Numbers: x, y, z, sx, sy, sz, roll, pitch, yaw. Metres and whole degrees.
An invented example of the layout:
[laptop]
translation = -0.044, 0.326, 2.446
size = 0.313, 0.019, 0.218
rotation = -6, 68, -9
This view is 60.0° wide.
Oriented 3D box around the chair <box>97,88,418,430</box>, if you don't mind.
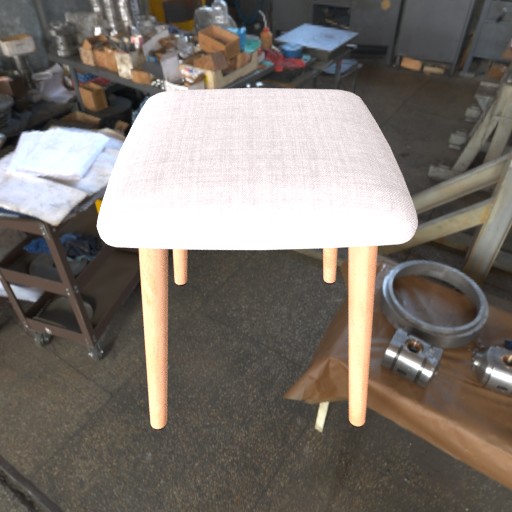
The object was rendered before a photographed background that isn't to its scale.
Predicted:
[chair]
translation = 0.000, 0.000, 0.689
size = 0.350, 0.440, 0.350
rotation = -1, 42, -1
